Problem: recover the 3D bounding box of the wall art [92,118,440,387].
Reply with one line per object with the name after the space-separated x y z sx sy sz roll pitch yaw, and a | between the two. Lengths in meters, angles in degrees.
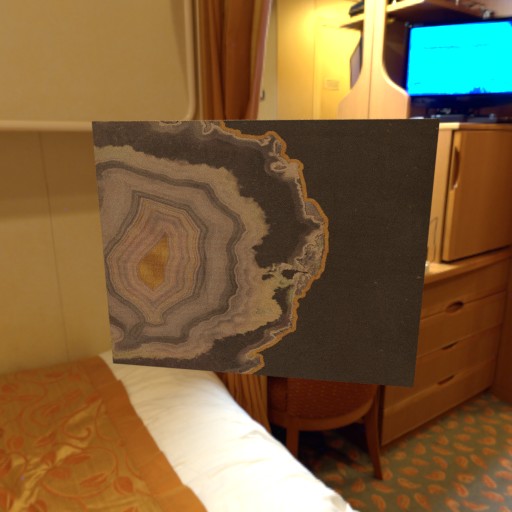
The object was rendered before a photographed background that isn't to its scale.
0.000 0.000 0.695 0.508 0.408 0.010 2 15 9 | wall art
